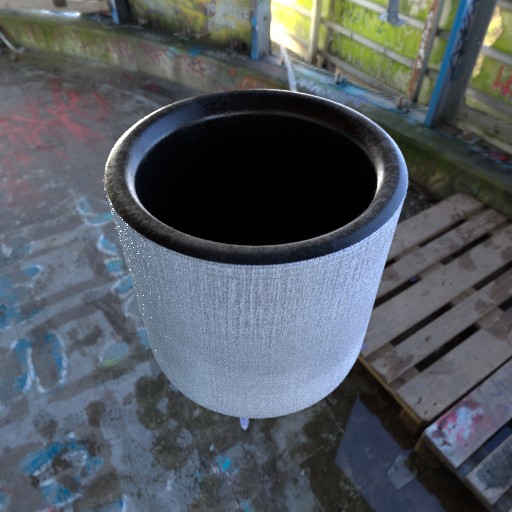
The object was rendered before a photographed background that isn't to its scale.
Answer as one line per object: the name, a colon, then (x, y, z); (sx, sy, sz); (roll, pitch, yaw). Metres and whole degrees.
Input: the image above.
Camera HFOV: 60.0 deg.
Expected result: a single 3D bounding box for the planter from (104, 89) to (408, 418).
planter: (0.000, 0.000, 0.290); (0.160, 0.156, 0.160); (0, 46, 0)
